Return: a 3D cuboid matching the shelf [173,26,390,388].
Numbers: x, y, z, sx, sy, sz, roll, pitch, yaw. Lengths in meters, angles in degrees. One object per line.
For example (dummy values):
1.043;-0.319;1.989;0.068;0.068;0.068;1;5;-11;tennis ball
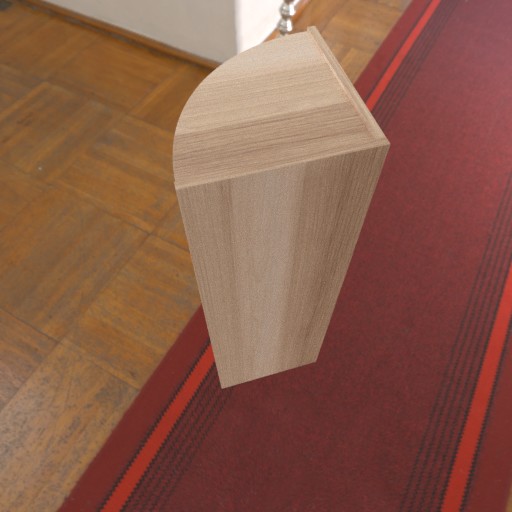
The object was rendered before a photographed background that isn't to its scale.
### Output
0.000;0.000;1.013;0.290;0.872;0.290;-14;59;-9;shelf
